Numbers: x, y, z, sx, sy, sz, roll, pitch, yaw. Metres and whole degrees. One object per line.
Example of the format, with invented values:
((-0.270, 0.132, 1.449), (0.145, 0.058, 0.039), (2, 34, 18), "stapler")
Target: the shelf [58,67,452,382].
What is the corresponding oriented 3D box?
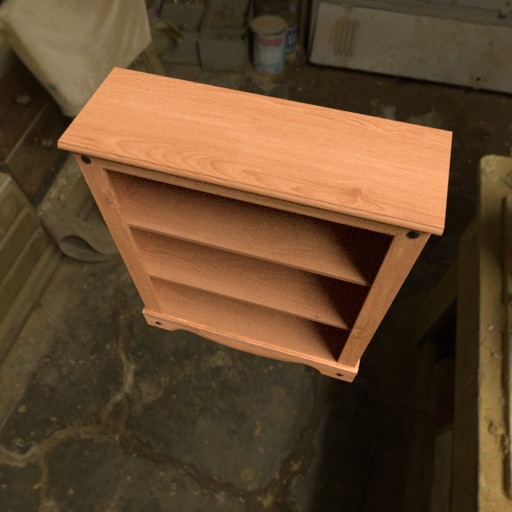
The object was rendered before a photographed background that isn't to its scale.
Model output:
((0.000, 0.000, 1.405), (0.840, 0.980, 0.291), (14, 58, 9), "shelf")
